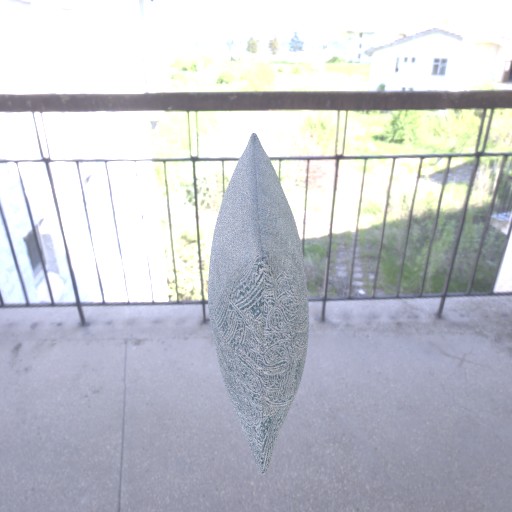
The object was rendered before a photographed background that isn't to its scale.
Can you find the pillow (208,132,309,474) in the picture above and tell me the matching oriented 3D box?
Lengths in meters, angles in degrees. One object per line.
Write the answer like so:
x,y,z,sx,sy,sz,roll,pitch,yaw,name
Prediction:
0.000,0.000,0.740,0.151,0.295,0.615,0,26,-1,pillow
